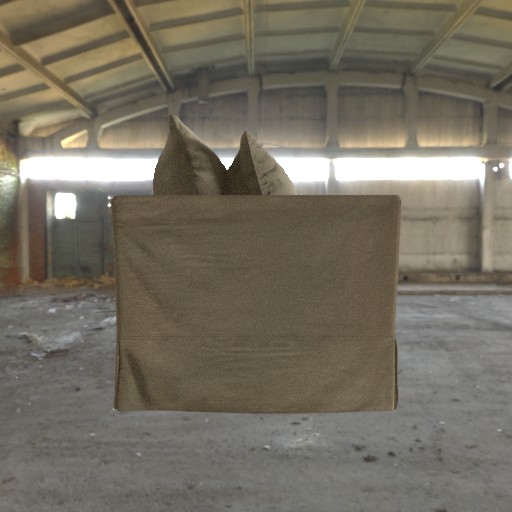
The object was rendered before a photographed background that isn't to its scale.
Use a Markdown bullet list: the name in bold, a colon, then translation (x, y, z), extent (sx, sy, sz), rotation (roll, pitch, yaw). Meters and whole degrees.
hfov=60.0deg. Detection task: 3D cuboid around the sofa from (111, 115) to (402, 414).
- **sofa**: translation (0.000, 0.000, 2.260), extent (1.035, 1.040, 1.608), rotation (0, 1, 0)
